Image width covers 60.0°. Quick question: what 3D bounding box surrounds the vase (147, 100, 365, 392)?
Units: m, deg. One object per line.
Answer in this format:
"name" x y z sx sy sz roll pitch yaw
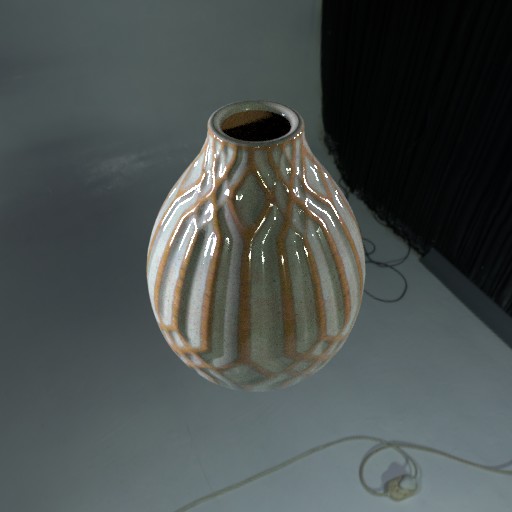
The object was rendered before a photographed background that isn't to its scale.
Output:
"vase" 0.000 0.000 0.264 0.131 0.175 0.131 0 45 0
